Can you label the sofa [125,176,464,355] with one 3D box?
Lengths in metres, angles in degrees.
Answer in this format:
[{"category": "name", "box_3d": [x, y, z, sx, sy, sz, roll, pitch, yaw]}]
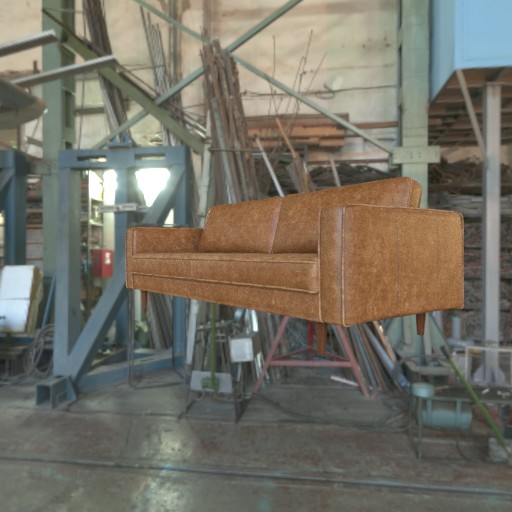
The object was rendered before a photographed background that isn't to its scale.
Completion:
[{"category": "sofa", "box_3d": [0.000, 0.000, 2.714, 0.886, 0.779, 2.199, 0, 1, -37]}]
